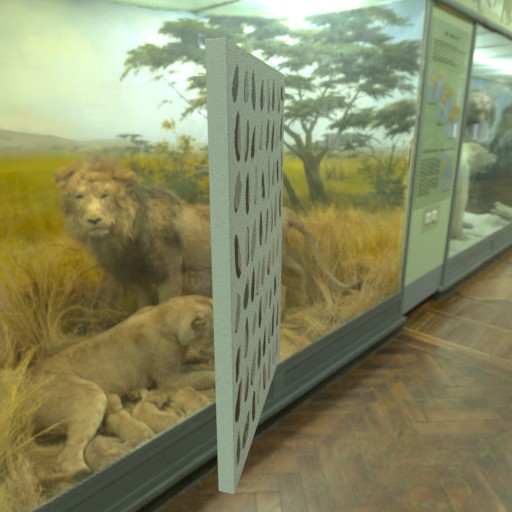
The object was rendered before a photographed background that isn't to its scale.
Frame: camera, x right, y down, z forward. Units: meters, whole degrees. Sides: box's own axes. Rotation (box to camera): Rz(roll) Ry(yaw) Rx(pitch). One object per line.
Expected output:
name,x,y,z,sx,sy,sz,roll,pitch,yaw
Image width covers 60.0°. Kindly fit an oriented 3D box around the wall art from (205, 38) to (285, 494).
wall art,0.000,0.000,0.752,0.025,0.608,0.405,4,17,12
